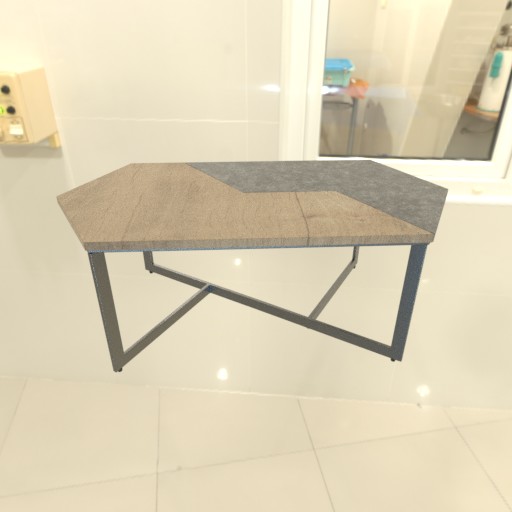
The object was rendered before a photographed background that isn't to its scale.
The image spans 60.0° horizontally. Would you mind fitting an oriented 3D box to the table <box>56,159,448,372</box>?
[{"bbox_3d":[0.000,0.000,1.492,1.219,0.457,0.609,-1,30,-2],"label":"table"}]
